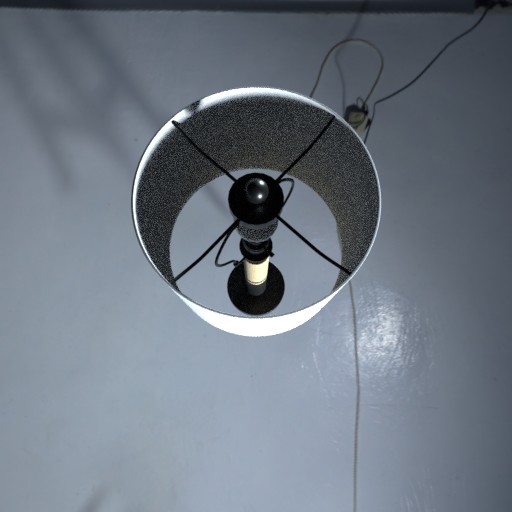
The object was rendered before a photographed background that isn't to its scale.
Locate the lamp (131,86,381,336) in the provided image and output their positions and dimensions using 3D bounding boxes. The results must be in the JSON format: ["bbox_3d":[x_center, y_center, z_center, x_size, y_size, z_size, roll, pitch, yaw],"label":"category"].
[{"bbox_3d":[0.000,0.000,0.827,0.305,0.640,0.305,0,75,0],"label":"lamp"}]
